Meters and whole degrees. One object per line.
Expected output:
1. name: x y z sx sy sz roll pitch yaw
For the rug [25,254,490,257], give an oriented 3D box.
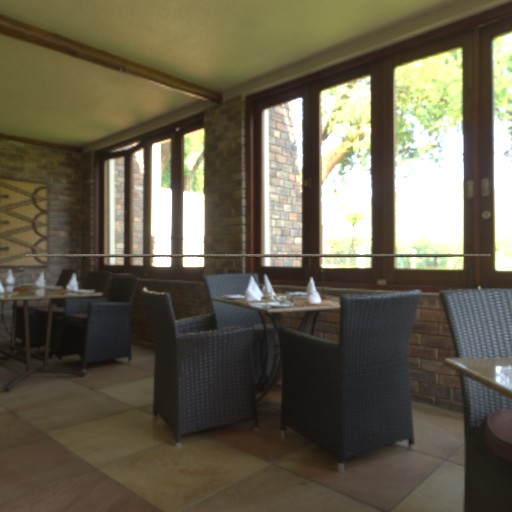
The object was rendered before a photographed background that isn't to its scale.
1. rug: 0.000 0.000 2.689 2.435 0.011 0.750 0 -1 2
